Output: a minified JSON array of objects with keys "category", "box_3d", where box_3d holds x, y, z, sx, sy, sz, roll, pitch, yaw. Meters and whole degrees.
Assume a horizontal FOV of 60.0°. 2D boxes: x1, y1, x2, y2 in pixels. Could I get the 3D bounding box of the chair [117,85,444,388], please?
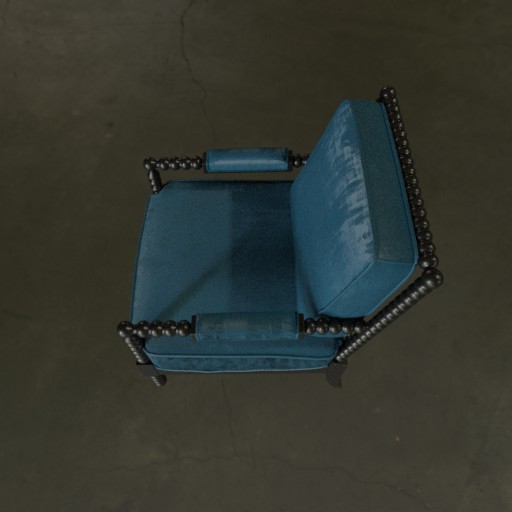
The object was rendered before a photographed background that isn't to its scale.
[{"category":"chair","box_3d":[0.000,0.000,1.451,0.805,0.857,0.688,0,59,0]}]
